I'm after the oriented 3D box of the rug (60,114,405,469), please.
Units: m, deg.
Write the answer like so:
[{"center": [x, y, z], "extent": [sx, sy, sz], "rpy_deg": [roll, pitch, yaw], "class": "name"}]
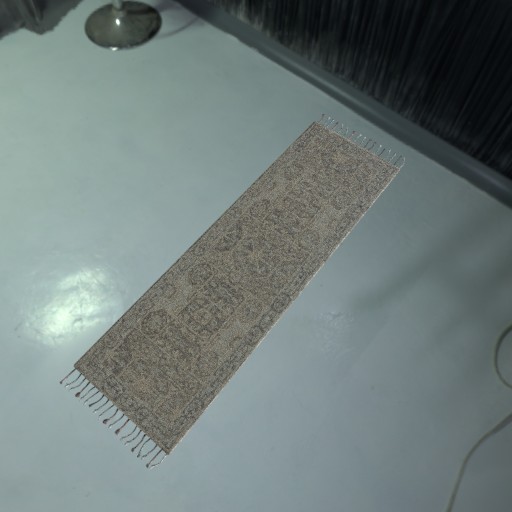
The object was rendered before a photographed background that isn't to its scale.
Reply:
[{"center": [0.000, 0.000, 2.898], "extent": [0.762, 0.011, 2.664], "rpy_deg": [35, 67, 17], "class": "rug"}]
